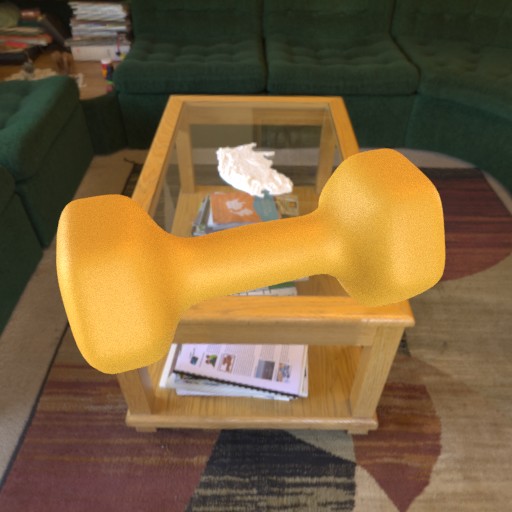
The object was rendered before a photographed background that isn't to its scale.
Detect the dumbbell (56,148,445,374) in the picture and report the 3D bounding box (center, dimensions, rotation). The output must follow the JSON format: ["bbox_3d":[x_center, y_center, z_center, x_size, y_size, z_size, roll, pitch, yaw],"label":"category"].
[{"bbox_3d":[0.000,0.000,0.235,0.190,0.082,0.090,-12,44,-12],"label":"dumbbell"}]
